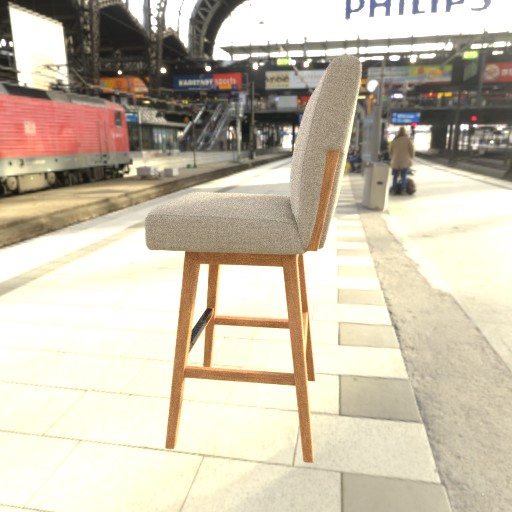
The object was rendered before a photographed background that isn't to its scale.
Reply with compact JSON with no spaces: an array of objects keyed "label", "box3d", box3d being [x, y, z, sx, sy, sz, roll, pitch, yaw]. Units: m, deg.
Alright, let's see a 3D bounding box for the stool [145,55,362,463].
[{"label":"stool","box3d":[0.000,0.000,1.405,0.569,1.106,0.483,2,15,8]}]
